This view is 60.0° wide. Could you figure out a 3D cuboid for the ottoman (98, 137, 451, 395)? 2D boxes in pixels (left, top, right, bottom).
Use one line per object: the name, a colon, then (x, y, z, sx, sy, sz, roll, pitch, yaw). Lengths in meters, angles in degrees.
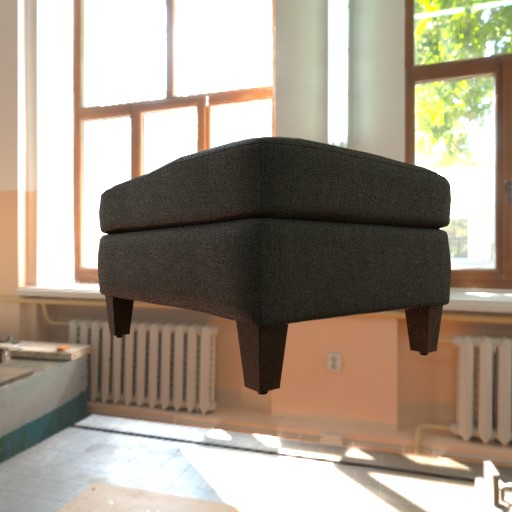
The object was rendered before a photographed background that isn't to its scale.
ottoman: (0.000, 0.000, 1.230, 0.639, 0.496, 0.826, 0, 0, -38)
